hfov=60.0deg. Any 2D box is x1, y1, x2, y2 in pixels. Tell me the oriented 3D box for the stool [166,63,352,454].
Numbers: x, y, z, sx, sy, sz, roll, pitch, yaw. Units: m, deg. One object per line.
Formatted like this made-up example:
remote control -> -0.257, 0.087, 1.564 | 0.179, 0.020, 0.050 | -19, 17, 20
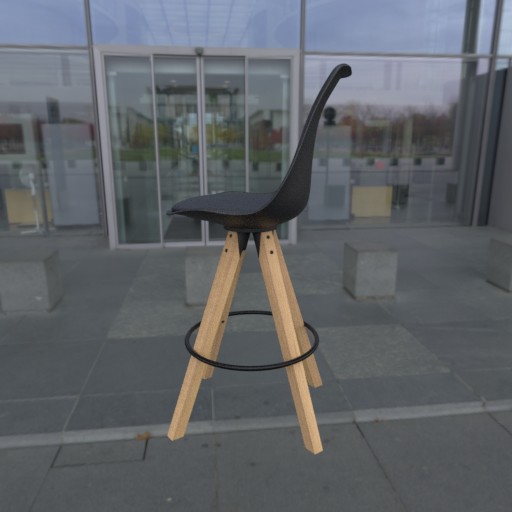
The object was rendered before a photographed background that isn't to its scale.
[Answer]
stool -> 0.000, 0.000, 1.433 | 0.550, 1.115, 0.485 | 2, 14, 8
